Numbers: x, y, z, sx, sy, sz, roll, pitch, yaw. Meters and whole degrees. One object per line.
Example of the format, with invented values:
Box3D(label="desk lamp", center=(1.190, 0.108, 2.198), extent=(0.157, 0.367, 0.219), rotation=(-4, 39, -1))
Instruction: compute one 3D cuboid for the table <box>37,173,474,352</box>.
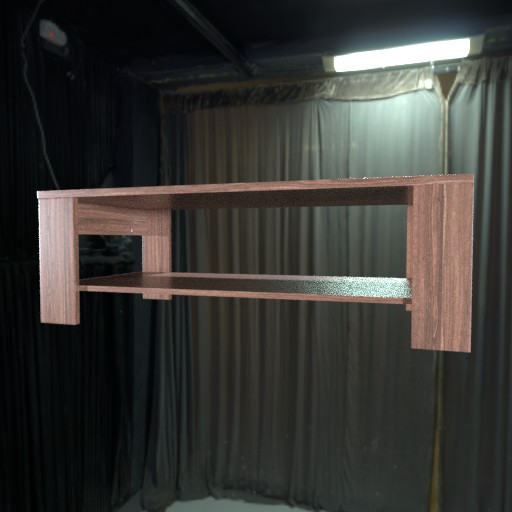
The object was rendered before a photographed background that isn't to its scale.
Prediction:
Box3D(label="table", center=(0.000, 0.000, 1.454), extent=(1.200, 0.400, 0.600), rotation=(1, 2, 17))
